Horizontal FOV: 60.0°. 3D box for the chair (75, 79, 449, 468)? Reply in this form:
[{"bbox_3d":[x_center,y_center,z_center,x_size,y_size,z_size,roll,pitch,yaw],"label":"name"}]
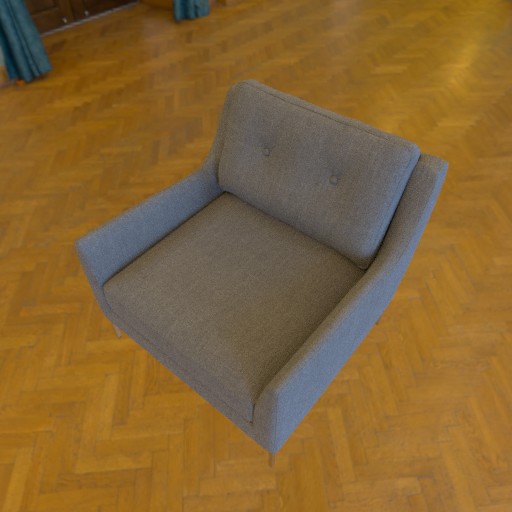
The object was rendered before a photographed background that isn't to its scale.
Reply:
[{"bbox_3d":[0.000,0.000,1.526,0.847,0.828,0.849,31,55,25],"label":"chair"}]
